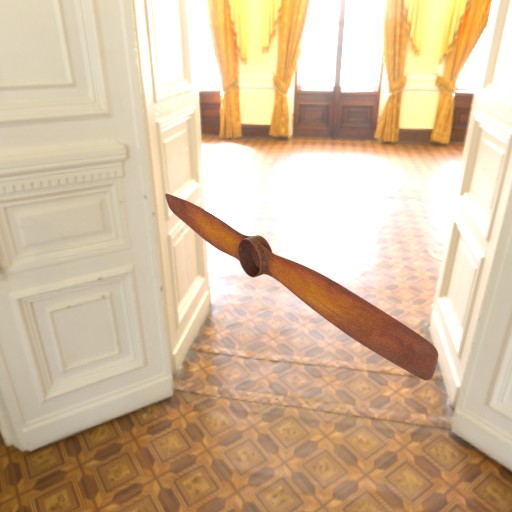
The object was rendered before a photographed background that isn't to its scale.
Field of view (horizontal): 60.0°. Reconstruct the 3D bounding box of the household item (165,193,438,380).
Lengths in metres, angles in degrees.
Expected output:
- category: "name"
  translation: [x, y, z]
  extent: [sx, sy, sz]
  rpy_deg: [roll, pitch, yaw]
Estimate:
- category: "household item"
  translation: [0.000, 0.000, 1.273]
  extent: [0.051, 0.121, 1.181]
  rpy_deg: [-17, 31, -31]
